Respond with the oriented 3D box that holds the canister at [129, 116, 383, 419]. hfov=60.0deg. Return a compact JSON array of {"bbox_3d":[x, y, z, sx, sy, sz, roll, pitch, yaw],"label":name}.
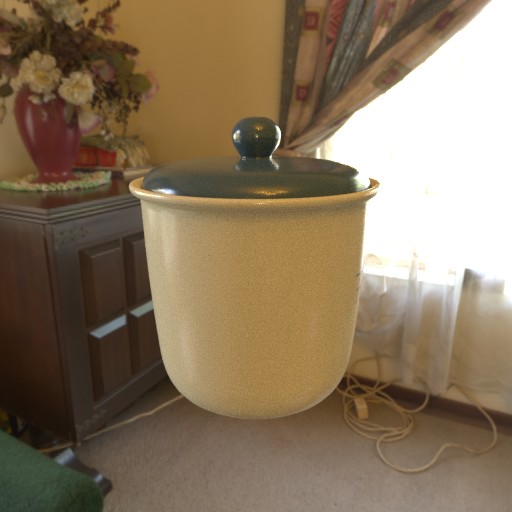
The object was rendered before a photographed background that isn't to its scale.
[{"bbox_3d":[0.000,0.000,0.346,0.182,0.208,0.182,0,17,0],"label":"canister"}]
